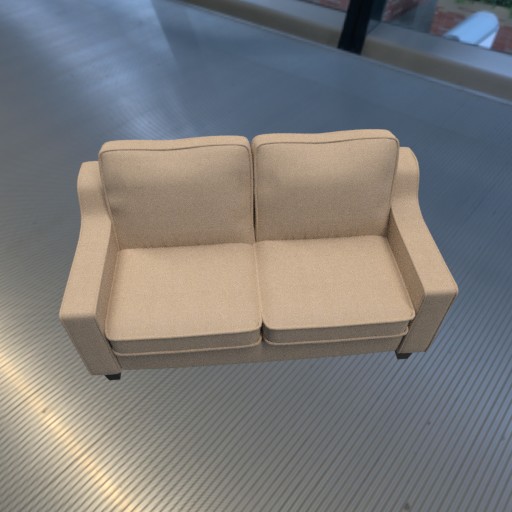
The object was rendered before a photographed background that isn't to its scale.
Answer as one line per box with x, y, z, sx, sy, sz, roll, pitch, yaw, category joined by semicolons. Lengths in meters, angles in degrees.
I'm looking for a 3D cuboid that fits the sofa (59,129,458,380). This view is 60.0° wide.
0.000;0.000;3.404;2.587;1.562;1.351;-3;47;-3;sofa
